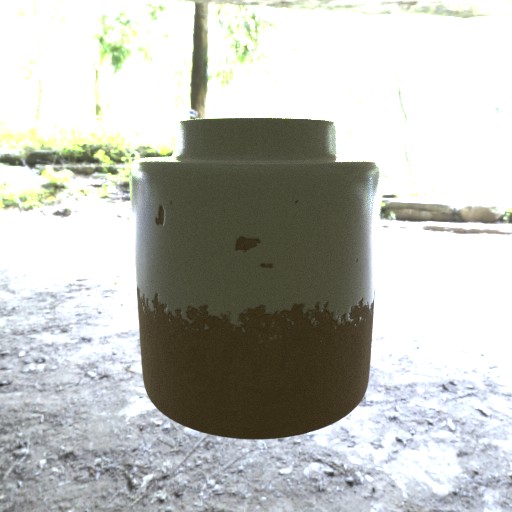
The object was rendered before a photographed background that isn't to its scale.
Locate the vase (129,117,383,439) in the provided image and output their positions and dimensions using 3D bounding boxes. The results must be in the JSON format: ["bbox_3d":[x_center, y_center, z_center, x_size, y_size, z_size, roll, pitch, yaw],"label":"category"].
[{"bbox_3d":[0.000,0.000,0.289,0.153,0.167,0.153,0,14,0],"label":"vase"}]
